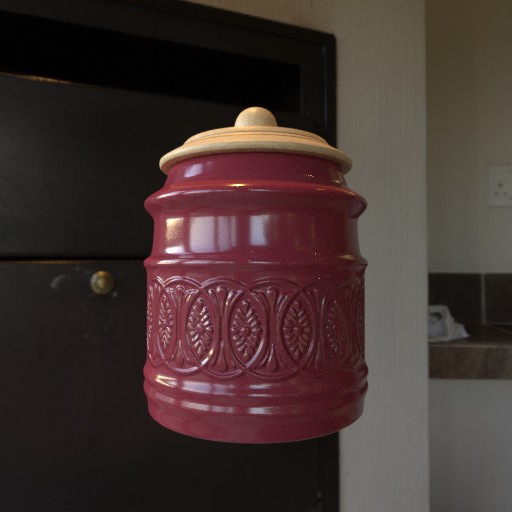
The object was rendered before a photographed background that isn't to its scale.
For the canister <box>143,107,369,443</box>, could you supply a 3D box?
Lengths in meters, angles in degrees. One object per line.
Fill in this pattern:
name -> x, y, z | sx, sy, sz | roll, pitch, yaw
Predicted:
canister -> 0.000, 0.000, 0.264 | 0.130, 0.176, 0.130 | 0, -1, 0
